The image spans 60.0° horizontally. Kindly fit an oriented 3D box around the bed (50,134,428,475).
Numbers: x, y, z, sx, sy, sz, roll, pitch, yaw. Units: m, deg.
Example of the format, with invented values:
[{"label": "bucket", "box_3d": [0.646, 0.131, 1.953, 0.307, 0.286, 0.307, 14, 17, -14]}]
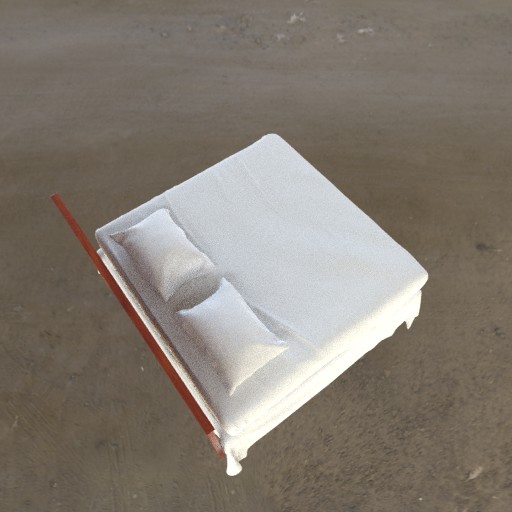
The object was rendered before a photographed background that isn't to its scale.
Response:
[{"label": "bed", "box_3d": [0.000, 0.000, 3.632, 2.219, 1.271, 2.314, -33, 64, -18]}]
